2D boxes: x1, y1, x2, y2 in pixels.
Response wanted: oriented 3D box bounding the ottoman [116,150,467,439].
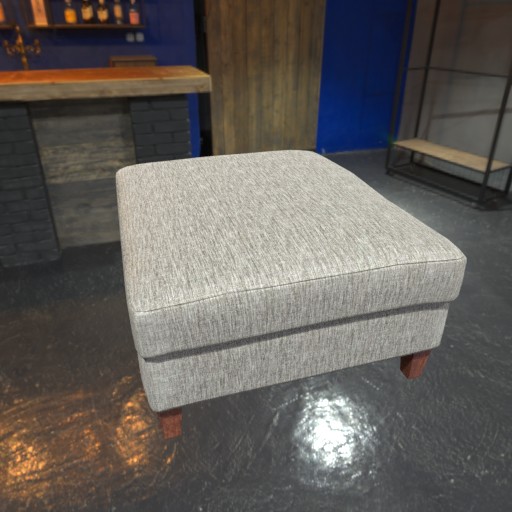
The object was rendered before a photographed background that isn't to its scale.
[{"bbox_3d":[0.000,0.000,1.491,0.839,0.492,0.994,-8,30,-15],"label":"ottoman"}]
